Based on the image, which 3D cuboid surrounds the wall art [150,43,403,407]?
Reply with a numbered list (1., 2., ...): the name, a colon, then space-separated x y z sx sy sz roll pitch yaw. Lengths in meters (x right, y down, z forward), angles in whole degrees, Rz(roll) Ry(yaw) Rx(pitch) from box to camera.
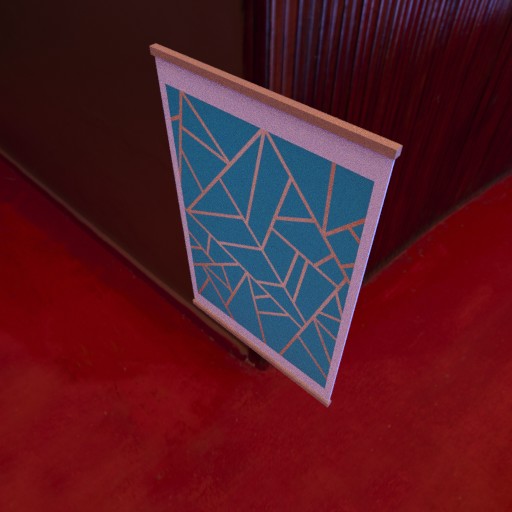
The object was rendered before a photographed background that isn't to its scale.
1. wall art: 0.000 0.000 1.923 0.990 1.519 0.030 33 55 27
